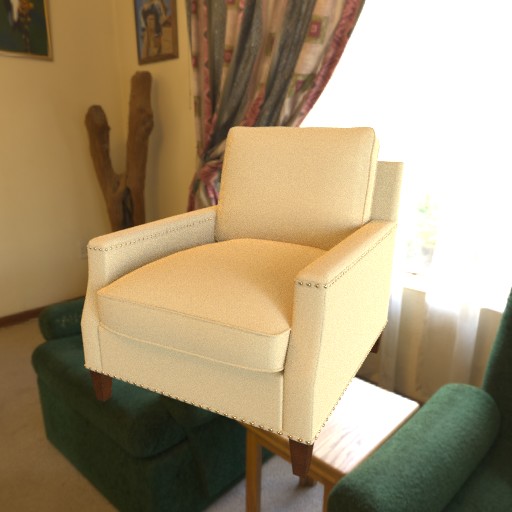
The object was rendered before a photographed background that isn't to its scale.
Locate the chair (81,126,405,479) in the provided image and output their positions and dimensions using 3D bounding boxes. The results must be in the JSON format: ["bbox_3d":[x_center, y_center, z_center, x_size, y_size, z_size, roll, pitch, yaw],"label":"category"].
[{"bbox_3d":[0.000,0.000,1.663,0.853,0.943,1.014,8,18,27],"label":"chair"}]
